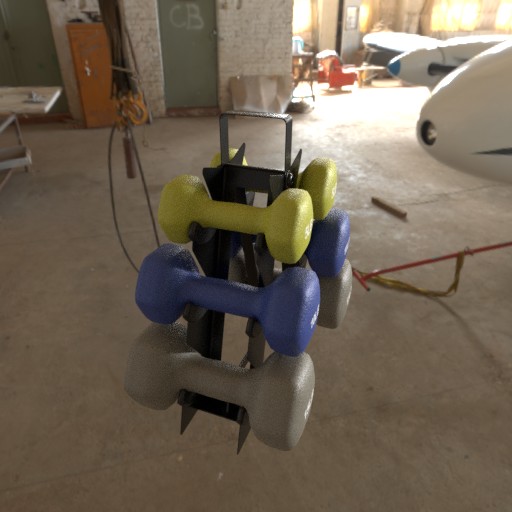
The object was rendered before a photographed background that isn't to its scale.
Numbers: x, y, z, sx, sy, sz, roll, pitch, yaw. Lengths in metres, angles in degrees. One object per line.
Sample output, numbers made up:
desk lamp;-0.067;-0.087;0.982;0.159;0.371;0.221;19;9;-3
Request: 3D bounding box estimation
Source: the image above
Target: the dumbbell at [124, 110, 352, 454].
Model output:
dumbbell;0.000;0.000;0.683;0.261;0.426;0.416;11;31;19
